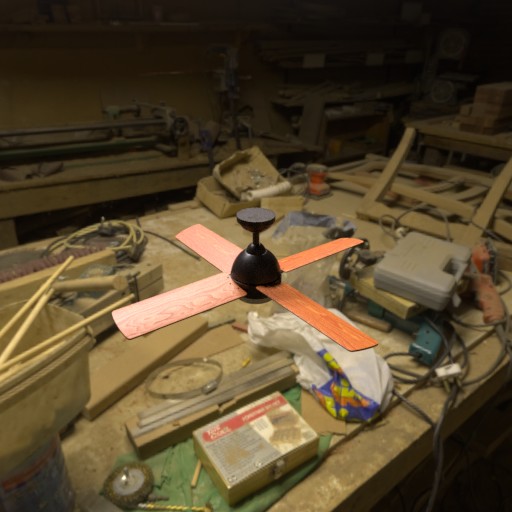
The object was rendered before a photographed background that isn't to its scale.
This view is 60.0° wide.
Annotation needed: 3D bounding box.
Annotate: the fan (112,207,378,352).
[{"bbox_3d":[0.000,0.000,2.011,1.332,0.403,1.332,-19,32,-32],"label":"fan"}]
